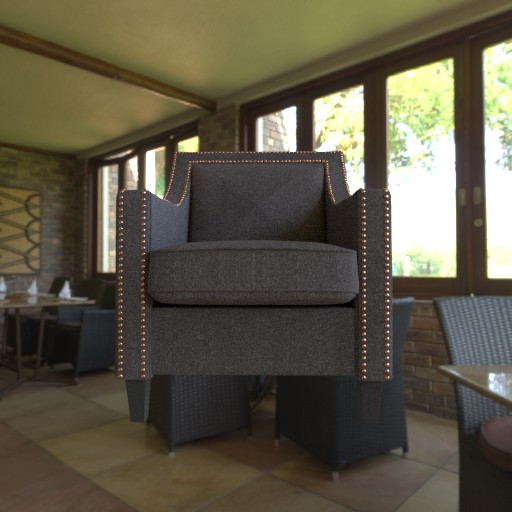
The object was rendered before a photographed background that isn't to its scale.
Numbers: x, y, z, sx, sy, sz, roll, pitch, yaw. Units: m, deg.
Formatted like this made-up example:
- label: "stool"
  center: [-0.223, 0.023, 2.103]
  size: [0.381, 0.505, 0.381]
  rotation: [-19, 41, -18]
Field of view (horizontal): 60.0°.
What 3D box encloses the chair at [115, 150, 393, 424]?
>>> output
- label: "chair"
  center: [0.000, 0.000, 1.606]
  size: [0.776, 0.967, 0.884]
  rotation: [0, -2, 1]
